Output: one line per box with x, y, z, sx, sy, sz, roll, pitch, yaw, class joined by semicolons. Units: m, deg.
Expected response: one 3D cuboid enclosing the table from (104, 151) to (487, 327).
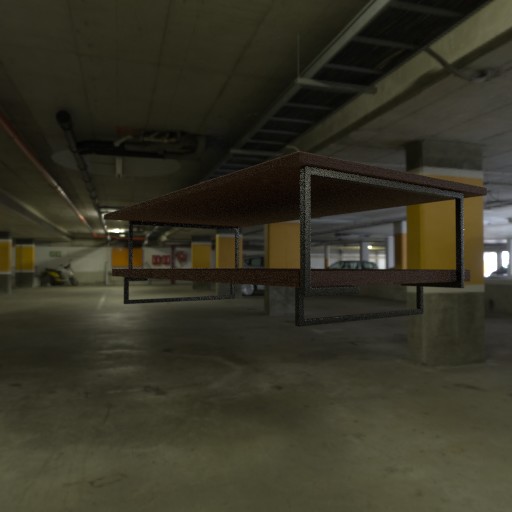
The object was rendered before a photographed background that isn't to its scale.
0.000;0.000;1.469;0.651;0.347;1.197;1;-2;-35;table
